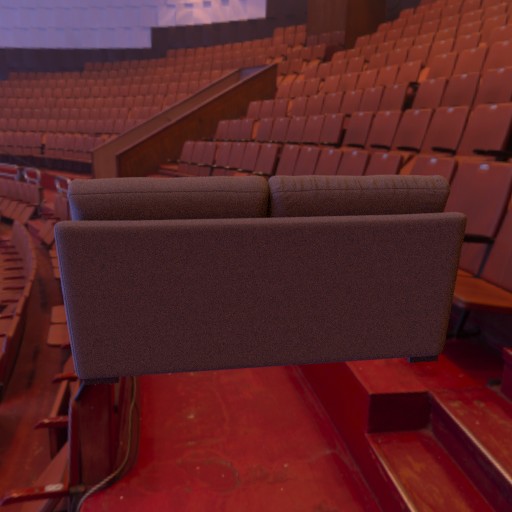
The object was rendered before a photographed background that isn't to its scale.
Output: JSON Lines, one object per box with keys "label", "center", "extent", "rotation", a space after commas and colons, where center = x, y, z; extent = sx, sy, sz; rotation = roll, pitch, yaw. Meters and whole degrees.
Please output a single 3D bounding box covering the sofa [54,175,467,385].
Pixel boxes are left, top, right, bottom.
{"label": "sofa", "center": [0.000, 0.000, 2.502], "extent": [1.869, 0.950, 1.140], "rotation": [-2, 15, -7]}
